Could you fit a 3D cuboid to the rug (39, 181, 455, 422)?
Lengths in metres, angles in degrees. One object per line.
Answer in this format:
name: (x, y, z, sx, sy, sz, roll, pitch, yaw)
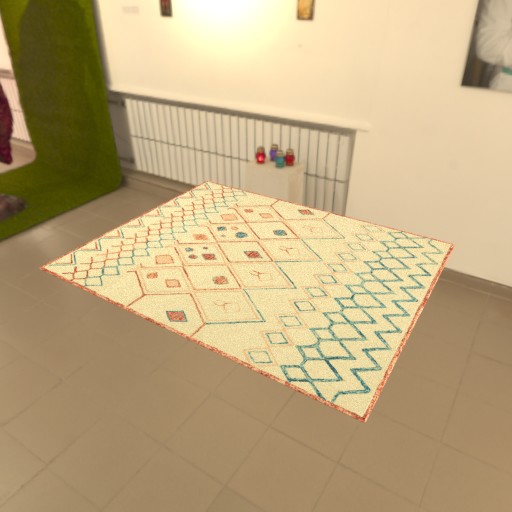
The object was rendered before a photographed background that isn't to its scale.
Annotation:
rug: (0.000, 0.000, 4.141, 3.050, 0.016, 2.441, 18, 36, 27)
